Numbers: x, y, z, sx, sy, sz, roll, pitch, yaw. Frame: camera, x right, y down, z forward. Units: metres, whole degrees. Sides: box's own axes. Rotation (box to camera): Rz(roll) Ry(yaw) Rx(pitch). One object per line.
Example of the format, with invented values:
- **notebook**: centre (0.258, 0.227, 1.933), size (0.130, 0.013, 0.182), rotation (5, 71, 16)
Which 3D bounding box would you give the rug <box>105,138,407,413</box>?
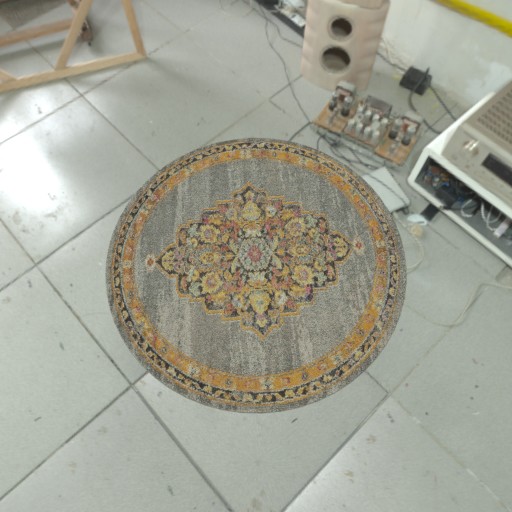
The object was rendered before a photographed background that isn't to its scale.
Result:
- **rug**: centre (0.000, 0.000, 3.538), size (2.382, 0.014, 2.382), rotation (0, 65, 0)
